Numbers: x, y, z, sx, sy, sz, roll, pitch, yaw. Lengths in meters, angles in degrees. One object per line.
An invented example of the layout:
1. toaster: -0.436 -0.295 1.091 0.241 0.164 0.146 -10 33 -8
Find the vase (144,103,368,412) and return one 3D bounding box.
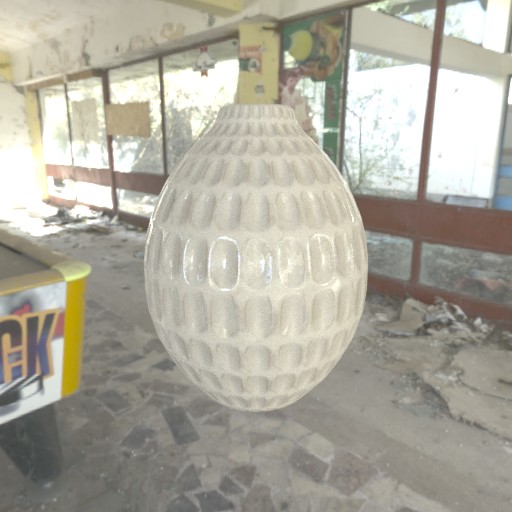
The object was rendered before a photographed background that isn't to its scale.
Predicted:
1. vase: 0.000 0.000 0.260 0.128 0.167 0.128 0 15 0
